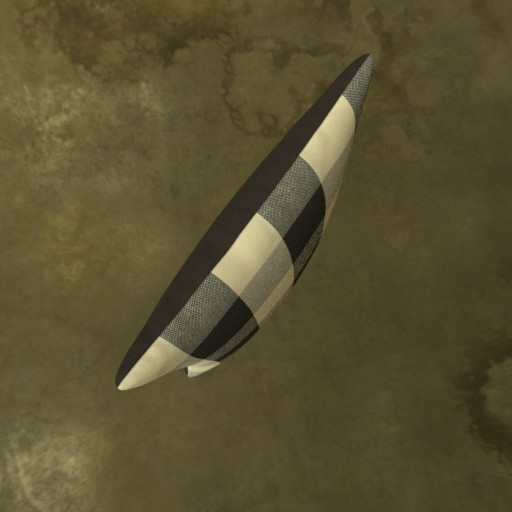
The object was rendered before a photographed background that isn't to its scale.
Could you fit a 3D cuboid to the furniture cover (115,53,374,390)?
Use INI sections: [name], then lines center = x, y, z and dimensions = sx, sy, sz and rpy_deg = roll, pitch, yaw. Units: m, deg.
[furniture cover]
center = 0.000, 0.000, 0.768
dimensions = 0.161, 0.509, 0.511
rpy_deg = 35, 79, 8
